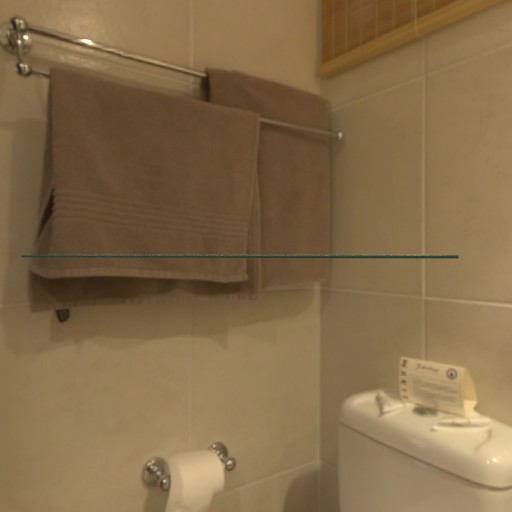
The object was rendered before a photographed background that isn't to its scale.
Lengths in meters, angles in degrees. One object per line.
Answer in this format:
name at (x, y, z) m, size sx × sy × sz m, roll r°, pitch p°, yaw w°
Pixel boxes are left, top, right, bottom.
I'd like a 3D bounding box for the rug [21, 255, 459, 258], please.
rug at (0.000, 0.000, 2.868) m, size 2.213 × 0.013 × 1.594 m, roll 0°, pitch 0°, yaw 18°
